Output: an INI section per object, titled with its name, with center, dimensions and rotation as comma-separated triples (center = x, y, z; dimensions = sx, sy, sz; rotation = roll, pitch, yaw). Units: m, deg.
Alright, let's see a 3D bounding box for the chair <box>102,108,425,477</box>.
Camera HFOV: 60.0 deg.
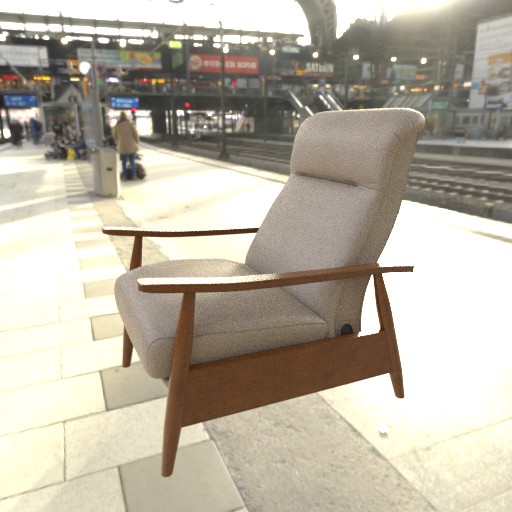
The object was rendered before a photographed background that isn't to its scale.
[chair]
center = 0.000, 0.000, 1.707
dimensions = 1.032, 1.082, 0.762
rotation = -8, 18, -24
